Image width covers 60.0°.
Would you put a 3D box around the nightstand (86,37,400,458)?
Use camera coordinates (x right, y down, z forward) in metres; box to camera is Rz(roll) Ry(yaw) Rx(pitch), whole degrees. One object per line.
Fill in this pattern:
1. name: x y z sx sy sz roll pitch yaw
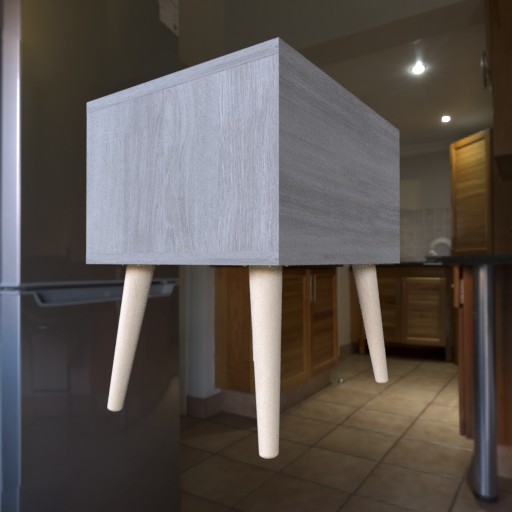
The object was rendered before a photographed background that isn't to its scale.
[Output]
1. nightstand: 0.000 0.000 0.803 0.380 0.500 0.450 0 -1 35
